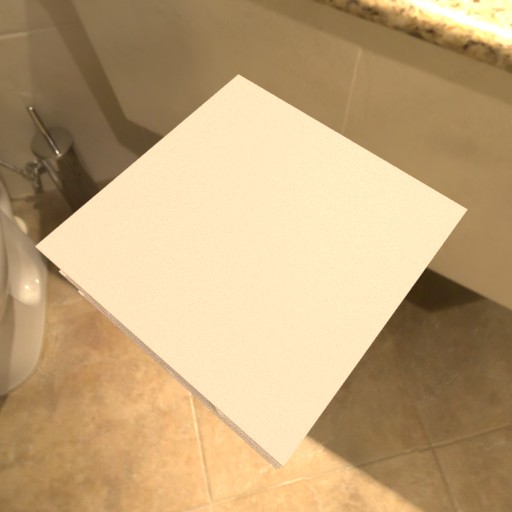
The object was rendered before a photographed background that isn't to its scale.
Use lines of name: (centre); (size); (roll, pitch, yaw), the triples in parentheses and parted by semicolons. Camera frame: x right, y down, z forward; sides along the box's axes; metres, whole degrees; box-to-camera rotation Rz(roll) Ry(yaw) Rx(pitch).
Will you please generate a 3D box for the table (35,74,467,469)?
table: (0.000, 0.000, 1.138); (0.700, 0.289, 0.700); (36, 69, 17)
